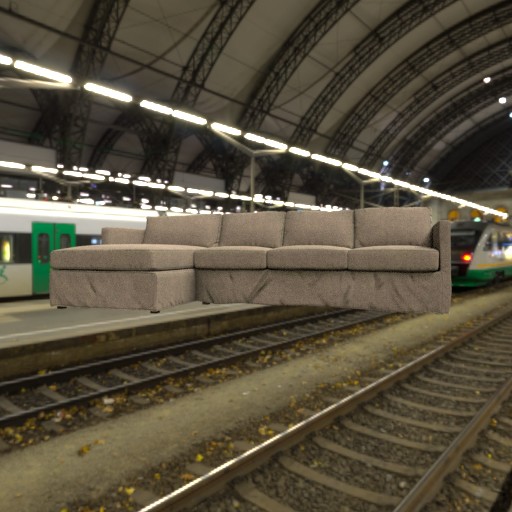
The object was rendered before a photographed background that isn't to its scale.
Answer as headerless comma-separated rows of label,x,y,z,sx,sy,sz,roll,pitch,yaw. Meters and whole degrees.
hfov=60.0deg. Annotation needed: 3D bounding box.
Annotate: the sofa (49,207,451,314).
sofa,0.000,0.000,3.970,3.205,0.922,1.650,0,1,18
